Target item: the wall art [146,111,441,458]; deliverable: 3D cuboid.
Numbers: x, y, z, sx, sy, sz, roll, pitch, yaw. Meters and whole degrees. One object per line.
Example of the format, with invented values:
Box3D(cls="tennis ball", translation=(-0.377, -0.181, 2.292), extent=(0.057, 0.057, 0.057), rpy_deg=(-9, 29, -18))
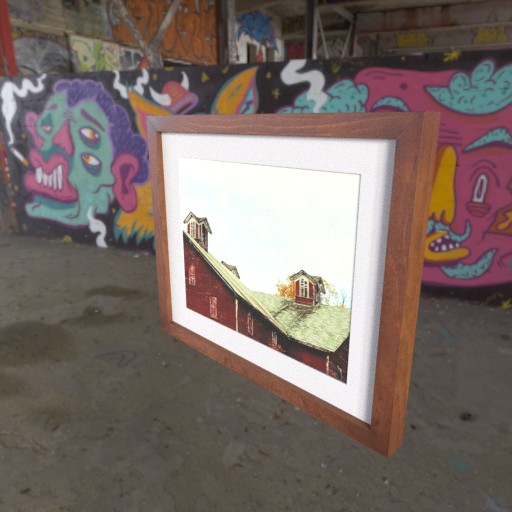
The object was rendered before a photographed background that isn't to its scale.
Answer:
Box3D(cls="wall art", translation=(0.000, 0.000, 0.538), extent=(0.401, 0.328, 0.030), rpy_deg=(16, 23, 43))
